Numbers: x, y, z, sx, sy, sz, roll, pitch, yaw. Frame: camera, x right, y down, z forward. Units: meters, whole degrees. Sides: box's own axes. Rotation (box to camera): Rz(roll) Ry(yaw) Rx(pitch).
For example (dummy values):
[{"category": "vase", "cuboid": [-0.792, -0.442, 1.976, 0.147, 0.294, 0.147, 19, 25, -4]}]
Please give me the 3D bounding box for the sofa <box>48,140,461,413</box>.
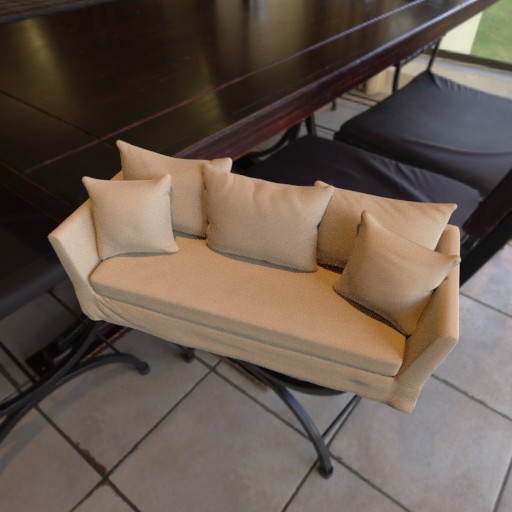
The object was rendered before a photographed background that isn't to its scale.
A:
[{"category": "sofa", "cuboid": [0.000, 0.000, 3.015, 2.499, 1.047, 1.046, 13, 43, 14]}]
